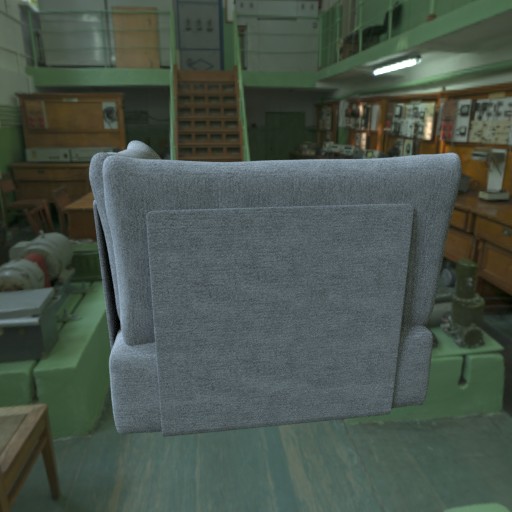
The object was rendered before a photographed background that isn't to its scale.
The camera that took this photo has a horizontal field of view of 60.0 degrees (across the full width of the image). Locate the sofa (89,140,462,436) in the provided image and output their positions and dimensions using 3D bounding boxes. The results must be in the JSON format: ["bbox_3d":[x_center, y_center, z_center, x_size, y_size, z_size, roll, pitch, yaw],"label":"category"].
[{"bbox_3d":[0.000,0.000,1.674,1.000,0.820,1.000,-2,17,-8],"label":"sofa"}]
